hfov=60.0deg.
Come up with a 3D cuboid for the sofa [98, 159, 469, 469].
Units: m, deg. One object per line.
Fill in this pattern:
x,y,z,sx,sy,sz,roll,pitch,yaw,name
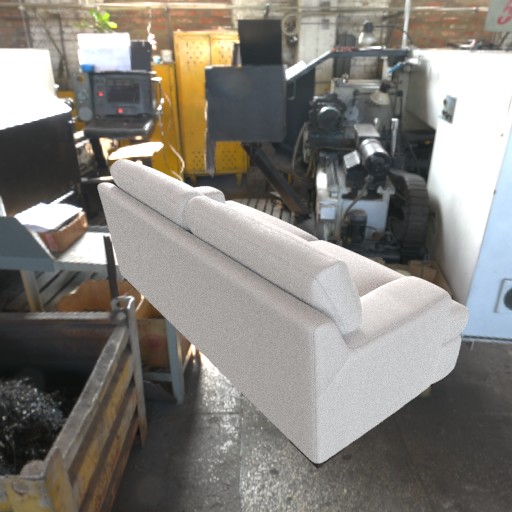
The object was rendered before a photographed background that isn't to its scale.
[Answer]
0.000,0.000,2.711,1.143,0.940,2.261,-18,31,-33,sofa
